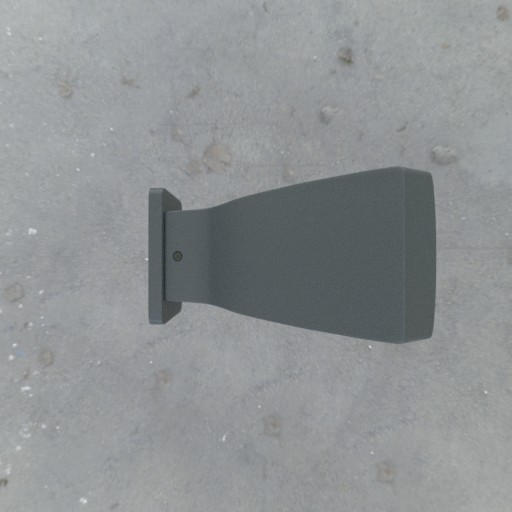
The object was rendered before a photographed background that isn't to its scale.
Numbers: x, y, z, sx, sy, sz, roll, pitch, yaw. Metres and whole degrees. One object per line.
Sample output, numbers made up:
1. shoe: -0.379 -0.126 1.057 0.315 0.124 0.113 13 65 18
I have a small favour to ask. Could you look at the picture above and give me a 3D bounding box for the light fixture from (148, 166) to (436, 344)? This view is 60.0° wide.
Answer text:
1. light fixture: 0.000 0.000 0.320 0.174 0.243 0.108 0 90 -1
